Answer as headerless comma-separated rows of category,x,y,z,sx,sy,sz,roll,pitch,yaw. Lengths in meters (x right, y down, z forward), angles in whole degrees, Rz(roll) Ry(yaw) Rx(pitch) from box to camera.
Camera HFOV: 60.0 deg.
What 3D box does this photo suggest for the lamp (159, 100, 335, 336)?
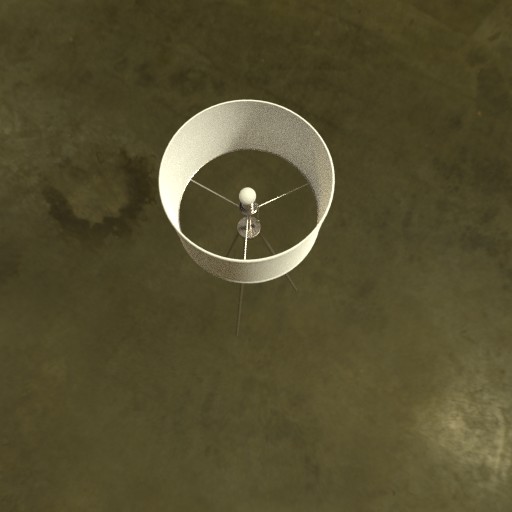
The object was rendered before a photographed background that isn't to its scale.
lamp,0.000,0.000,1.775,0.458,1.545,0.448,-13,76,-3
